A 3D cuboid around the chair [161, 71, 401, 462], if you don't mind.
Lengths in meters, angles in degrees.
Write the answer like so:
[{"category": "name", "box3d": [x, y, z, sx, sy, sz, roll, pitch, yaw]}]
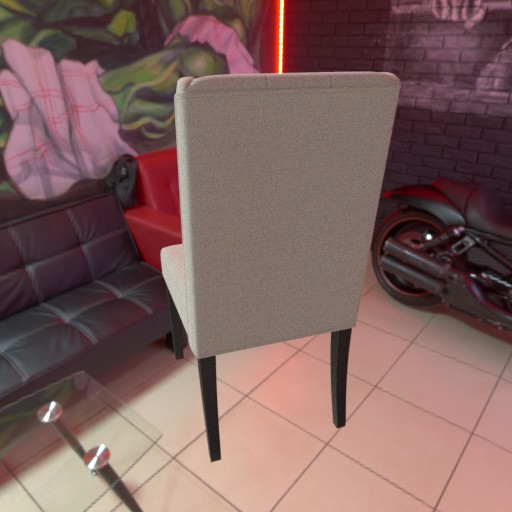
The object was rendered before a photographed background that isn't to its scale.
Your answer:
[{"category": "chair", "box3d": [0.000, 0.000, 1.220, 0.474, 0.961, 0.523, -8, 27, -16]}]
